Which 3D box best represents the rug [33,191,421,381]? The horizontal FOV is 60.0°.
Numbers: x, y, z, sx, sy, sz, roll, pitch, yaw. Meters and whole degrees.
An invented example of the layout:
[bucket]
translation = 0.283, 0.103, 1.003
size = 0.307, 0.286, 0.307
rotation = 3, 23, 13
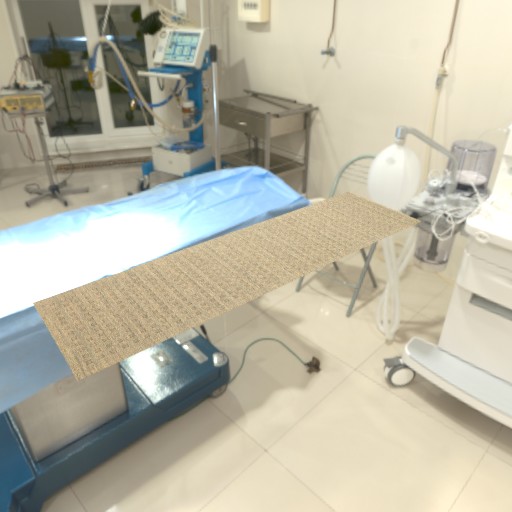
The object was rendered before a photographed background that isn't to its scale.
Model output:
[rug]
translation = 0.000, 0.000, 2.736
size = 2.437, 0.005, 0.688
rotation = -22, 37, -32
